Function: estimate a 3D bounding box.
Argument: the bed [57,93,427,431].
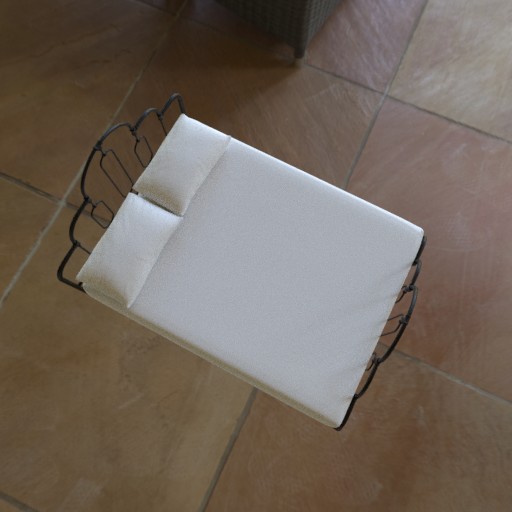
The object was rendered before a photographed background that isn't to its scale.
[{"bbox_3d":[0.000,0.000,3.212,2.181,1.444,1.626,27,77,7],"label":"bed"}]
